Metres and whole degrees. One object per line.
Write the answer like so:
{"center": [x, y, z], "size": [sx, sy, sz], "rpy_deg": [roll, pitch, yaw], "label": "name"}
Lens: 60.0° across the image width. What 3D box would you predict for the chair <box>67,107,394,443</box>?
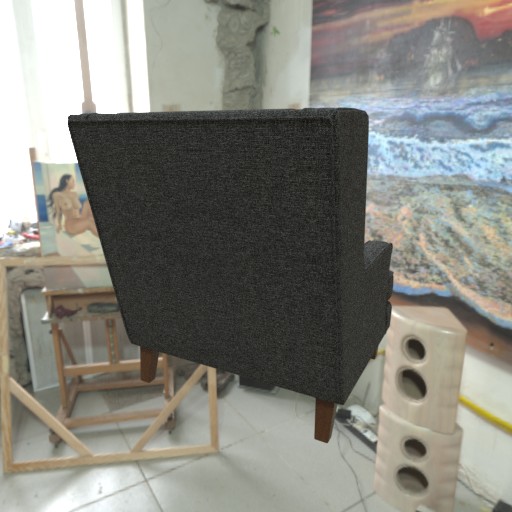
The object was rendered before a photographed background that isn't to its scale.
{"center": [0.000, 0.000, 1.771], "size": [0.942, 1.082, 0.927], "rpy_deg": [8, 18, 27], "label": "chair"}
